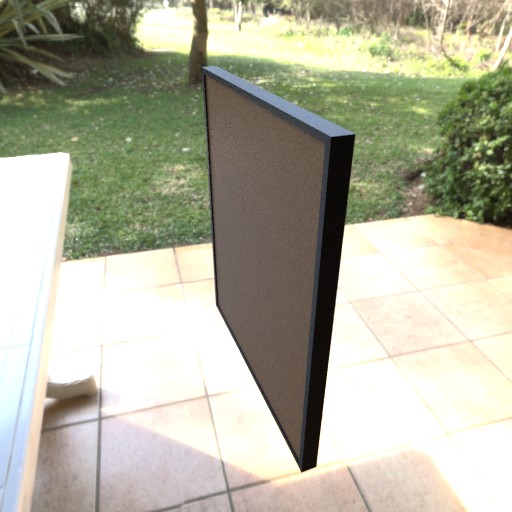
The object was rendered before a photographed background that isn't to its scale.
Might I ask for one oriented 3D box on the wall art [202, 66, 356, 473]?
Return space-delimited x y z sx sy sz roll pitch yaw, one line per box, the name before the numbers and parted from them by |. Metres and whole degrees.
wall art | 0.000 0.000 0.535 0.019 0.381 0.330 -11 33 -18
